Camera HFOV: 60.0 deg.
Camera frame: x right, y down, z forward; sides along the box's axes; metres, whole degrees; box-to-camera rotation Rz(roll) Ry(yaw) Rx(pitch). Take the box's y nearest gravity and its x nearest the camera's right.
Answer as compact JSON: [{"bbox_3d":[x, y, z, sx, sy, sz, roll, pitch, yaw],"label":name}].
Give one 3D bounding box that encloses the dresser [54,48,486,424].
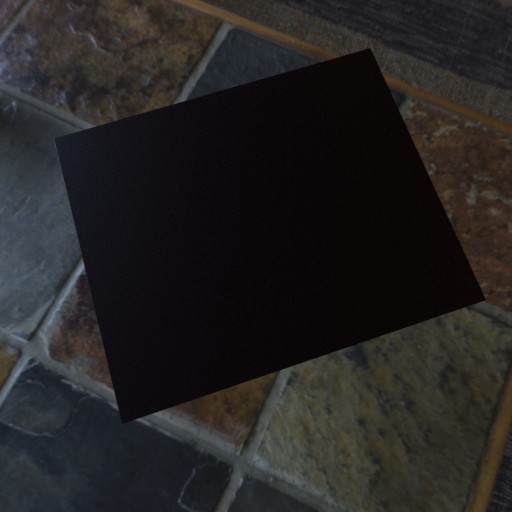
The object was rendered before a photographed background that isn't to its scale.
[{"bbox_3d":[0.000,0.000,0.728,0.400,0.470,0.360,-18,76,-4],"label":"dresser"}]
